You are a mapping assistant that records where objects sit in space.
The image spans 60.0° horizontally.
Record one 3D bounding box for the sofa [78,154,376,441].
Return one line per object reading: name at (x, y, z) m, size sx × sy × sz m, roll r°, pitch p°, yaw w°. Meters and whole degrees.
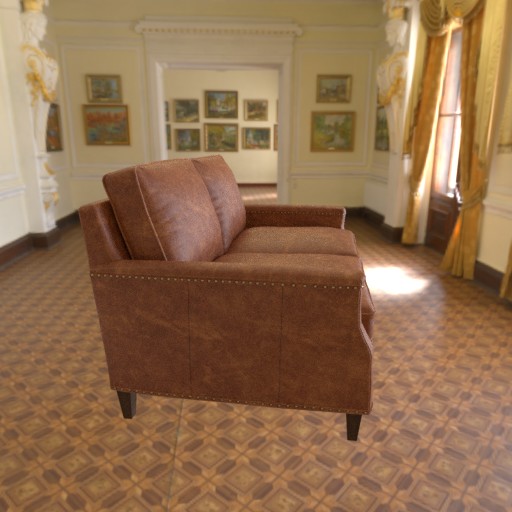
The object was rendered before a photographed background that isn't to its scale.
sofa at (0.000, 0.000, 2.298) m, size 1.084 × 1.003 × 1.597 m, roll 2°, pitch 15°, yaw 8°
